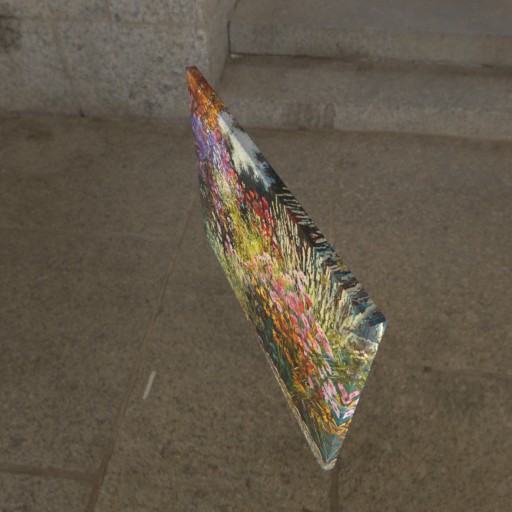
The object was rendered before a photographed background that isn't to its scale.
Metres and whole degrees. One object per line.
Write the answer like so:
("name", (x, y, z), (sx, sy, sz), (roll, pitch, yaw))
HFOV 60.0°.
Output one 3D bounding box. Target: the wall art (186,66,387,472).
("wall art", (0.000, 0.000, 1.413), (0.042, 0.760, 1.136), (-17, 49, -15))
